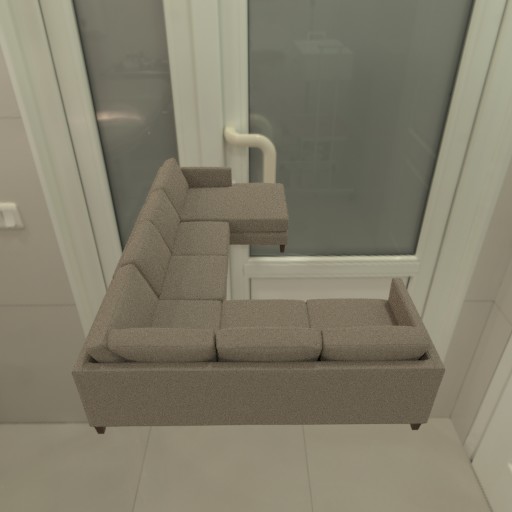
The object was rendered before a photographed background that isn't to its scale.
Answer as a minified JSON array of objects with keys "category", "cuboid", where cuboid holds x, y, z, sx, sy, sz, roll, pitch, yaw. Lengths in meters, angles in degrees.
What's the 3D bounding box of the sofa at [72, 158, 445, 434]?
[{"category":"sofa","cuboid":[0.000,0.000,4.405,2.424,0.865,3.438,0,33,-1]}]
